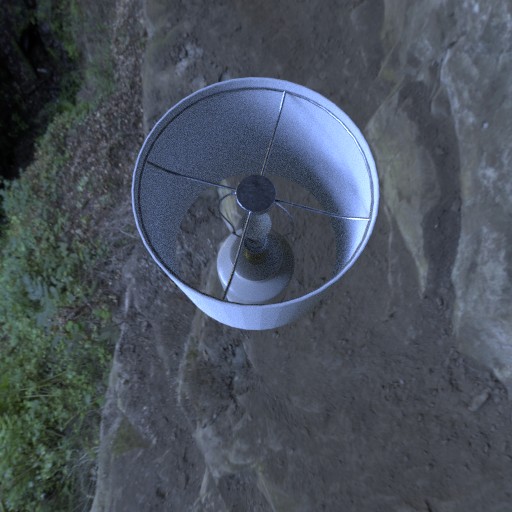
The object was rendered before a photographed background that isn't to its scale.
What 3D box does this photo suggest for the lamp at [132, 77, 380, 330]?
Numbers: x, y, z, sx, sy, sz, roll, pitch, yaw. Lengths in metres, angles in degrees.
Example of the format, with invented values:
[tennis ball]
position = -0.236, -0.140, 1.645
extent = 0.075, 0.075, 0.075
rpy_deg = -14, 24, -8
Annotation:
[lamp]
position = 0.000, 0.000, 0.616
extent = 0.212, 0.493, 0.212
rpy_deg = 15, 76, 4
